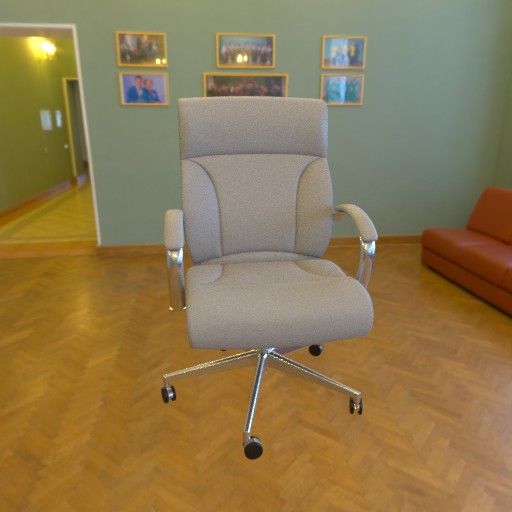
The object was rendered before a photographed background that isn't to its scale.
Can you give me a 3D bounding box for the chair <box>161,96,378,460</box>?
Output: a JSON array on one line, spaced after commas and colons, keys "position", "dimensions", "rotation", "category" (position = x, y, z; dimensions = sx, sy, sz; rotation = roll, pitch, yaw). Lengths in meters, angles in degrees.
[{"position": [0.000, 0.000, 1.581], "dimensions": [0.727, 1.099, 0.745], "rotation": [-3, 17, -9], "category": "chair"}]
